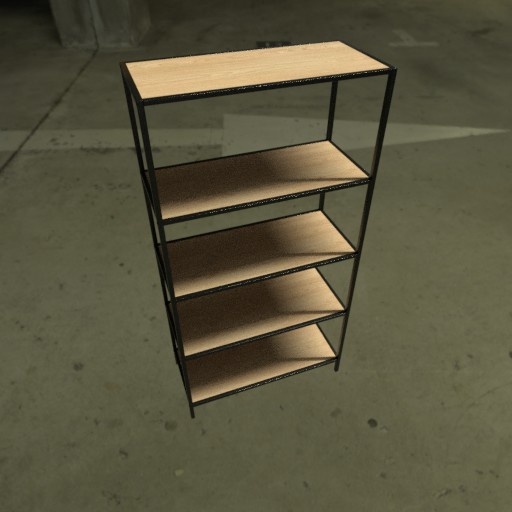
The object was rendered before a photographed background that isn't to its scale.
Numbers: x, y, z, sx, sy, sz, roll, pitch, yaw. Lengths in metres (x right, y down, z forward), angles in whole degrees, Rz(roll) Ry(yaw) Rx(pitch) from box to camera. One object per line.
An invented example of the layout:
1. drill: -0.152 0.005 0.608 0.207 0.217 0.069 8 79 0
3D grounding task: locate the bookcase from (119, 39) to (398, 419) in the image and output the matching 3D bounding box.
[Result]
1. bookcase: 0.000 0.000 1.819 0.770 1.500 0.350 -13 42 -15
